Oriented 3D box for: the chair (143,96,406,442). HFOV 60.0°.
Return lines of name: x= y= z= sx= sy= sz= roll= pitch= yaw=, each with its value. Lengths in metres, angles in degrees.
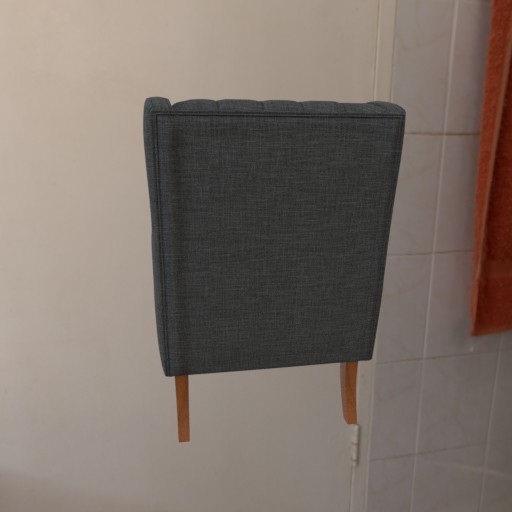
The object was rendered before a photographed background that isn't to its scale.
chair: x=0.000 y=0.000 z=1.492 sx=0.711 sy=0.953 sz=0.775 roll=-2 pitch=13 yaw=-9
